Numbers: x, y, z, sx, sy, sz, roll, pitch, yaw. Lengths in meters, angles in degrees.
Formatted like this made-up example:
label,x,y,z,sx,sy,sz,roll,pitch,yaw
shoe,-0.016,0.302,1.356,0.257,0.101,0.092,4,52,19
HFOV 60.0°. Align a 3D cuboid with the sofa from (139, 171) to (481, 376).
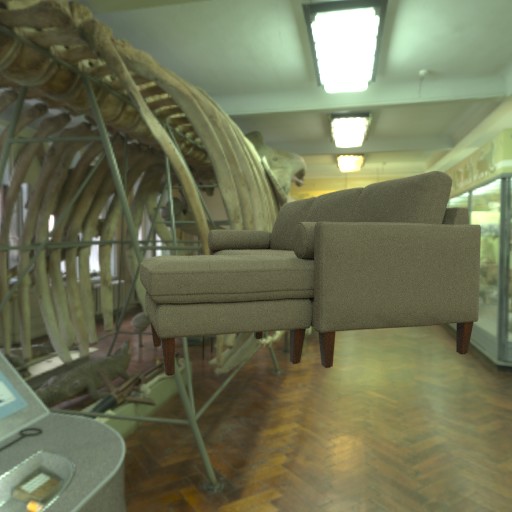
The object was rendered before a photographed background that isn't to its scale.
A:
label,x,y,z,sx,sy,sz,roll,pitch,yaw
sofa,0.000,0.000,2.853,1.506,0.875,2.178,-1,2,-18
